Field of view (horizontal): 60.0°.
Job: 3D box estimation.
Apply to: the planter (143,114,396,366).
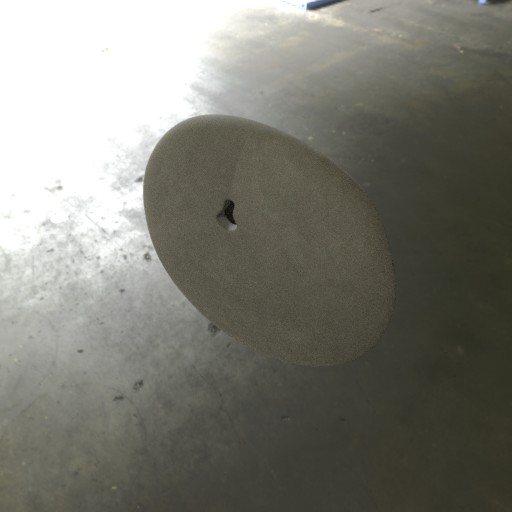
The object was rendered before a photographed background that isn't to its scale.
[{"bbox_3d":[0.000,0.000,0.289,0.185,0.188,0.071,26,52,22],"label":"planter"}]
